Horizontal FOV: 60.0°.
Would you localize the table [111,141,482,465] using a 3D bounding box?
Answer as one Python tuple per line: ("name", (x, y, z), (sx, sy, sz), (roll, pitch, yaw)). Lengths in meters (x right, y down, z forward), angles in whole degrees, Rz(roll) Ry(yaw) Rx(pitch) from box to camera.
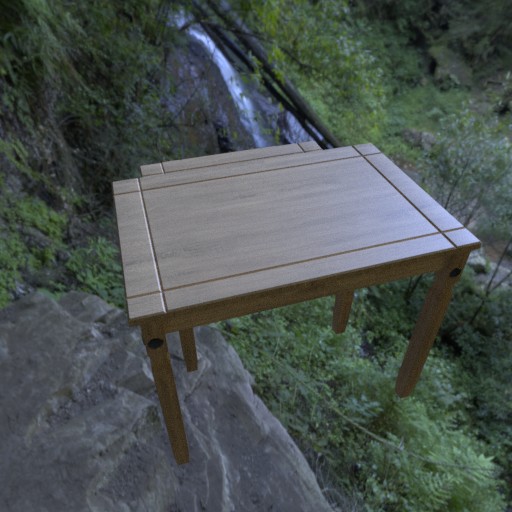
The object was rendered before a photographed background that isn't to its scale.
("table", (0.000, 0.000, 1.220), (0.660, 0.535, 0.773), (-11, 42, -13))
